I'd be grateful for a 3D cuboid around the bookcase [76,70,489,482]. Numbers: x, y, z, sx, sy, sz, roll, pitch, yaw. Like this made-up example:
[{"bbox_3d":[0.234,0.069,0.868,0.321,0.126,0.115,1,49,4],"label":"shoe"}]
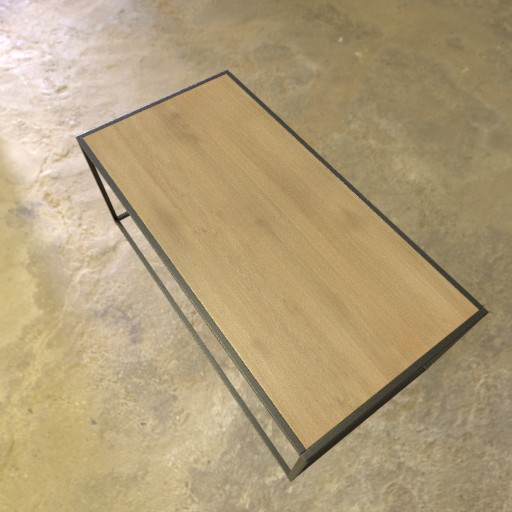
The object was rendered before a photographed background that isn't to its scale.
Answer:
[{"bbox_3d":[0.000,0.000,1.244,0.500,0.400,1.000,-31,63,-18],"label":"bookcase"}]
